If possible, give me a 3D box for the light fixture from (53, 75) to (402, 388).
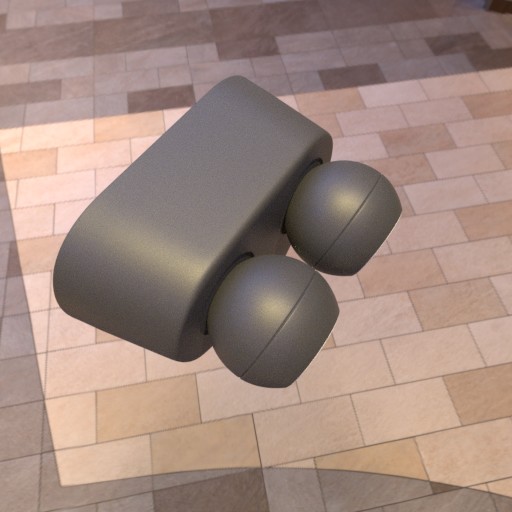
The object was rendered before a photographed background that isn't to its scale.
[{"bbox_3d":[0.000,0.000,0.335,0.159,0.159,0.229,29,64,16],"label":"light fixture"}]
